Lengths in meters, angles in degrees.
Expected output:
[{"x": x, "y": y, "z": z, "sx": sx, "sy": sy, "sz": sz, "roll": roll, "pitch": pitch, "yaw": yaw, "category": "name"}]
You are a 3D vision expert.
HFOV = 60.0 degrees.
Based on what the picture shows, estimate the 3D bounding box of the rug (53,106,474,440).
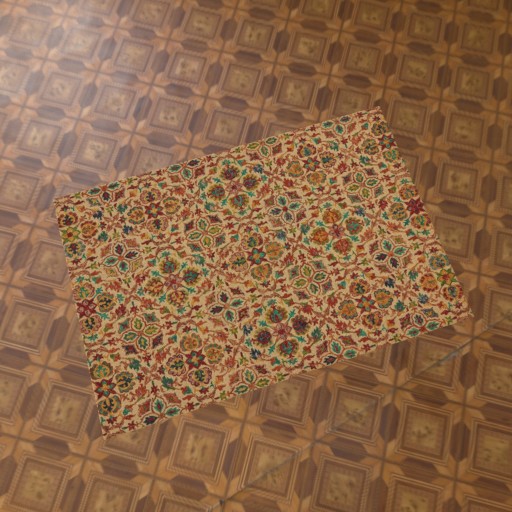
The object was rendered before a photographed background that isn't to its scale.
[{"x": 0.000, "y": 0.000, "z": 2.797, "sx": 2.297, "sy": 0.018, "sz": 1.541, "roll": -17, "pitch": 75, "yaw": -5, "category": "rug"}]
